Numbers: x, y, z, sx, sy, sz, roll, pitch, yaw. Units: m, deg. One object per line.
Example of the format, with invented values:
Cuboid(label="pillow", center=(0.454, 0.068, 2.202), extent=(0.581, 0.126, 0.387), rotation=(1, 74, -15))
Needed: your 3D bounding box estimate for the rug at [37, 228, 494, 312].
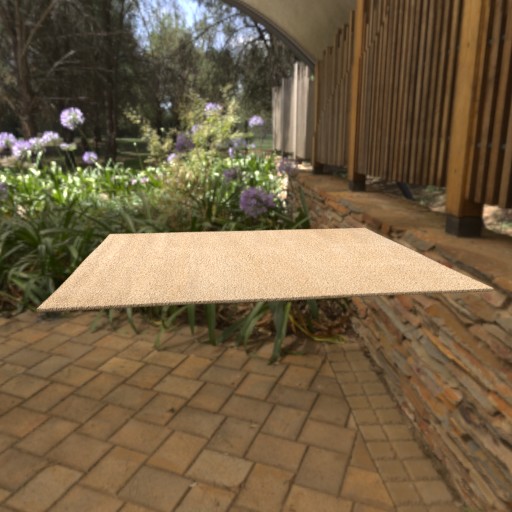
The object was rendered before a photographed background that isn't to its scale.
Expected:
Cuboid(label="rug", center=(0.000, 0.000, 4.031), extent=(3.000, 0.025, 2.400), rotation=(-2, 14, -7))
